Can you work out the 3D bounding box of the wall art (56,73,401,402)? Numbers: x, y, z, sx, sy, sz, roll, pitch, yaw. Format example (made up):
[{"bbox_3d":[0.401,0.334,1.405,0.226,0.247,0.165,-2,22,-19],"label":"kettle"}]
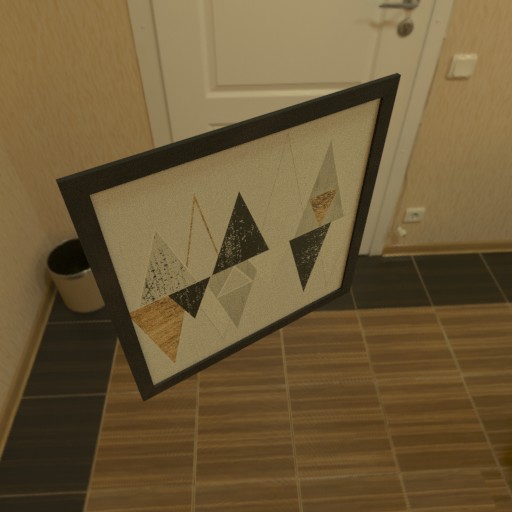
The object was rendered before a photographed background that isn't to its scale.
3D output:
[{"bbox_3d":[0.000,0.000,1.223,0.823,0.823,0.013,-24,50,-22],"label":"wall art"}]
